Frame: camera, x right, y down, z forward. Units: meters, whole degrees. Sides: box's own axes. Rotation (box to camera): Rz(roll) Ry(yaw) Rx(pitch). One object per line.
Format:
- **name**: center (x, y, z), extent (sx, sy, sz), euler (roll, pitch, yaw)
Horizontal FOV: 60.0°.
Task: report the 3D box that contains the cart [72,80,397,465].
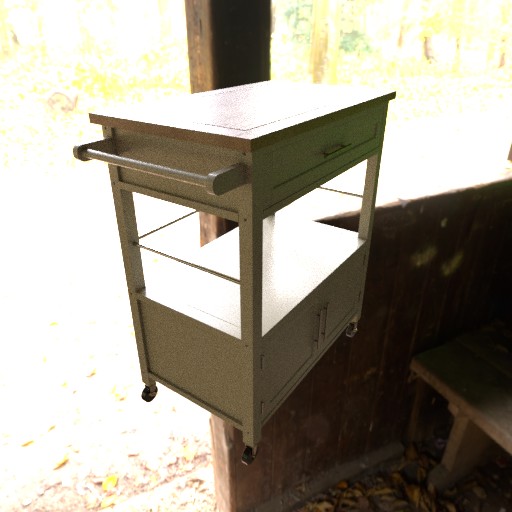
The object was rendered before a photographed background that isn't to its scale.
- **cart**: center (0.000, 0.000, 1.356), extent (0.459, 0.901, 0.840), euler (18, 33, 30)
